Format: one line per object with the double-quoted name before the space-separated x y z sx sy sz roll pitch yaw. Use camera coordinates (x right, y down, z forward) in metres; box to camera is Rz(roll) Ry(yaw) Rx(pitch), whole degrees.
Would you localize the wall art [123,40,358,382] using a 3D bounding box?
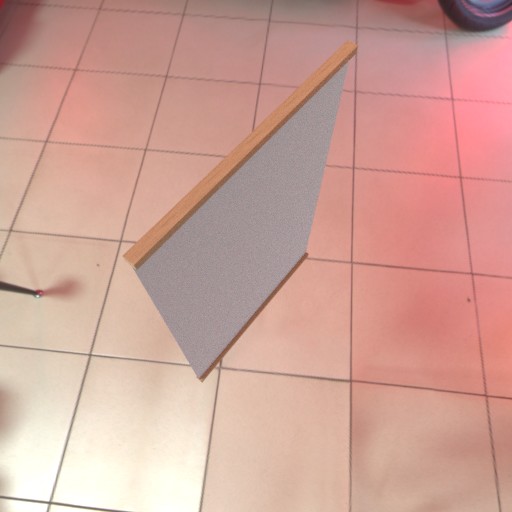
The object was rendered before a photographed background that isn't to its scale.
"wall art" 0.000 0.000 1.922 0.040 1.510 0.991 36 69 16
